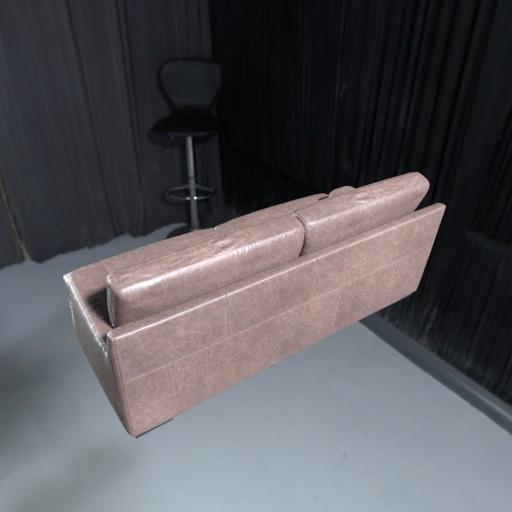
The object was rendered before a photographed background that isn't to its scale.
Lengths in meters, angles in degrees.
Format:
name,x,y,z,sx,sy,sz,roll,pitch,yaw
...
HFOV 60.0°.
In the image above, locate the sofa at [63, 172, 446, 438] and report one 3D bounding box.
name,x,y,z,sx,sy,sz,roll,pitch,yaw
sofa,0.000,0.000,2.845,2.261,0.941,1.143,-20,38,-29
